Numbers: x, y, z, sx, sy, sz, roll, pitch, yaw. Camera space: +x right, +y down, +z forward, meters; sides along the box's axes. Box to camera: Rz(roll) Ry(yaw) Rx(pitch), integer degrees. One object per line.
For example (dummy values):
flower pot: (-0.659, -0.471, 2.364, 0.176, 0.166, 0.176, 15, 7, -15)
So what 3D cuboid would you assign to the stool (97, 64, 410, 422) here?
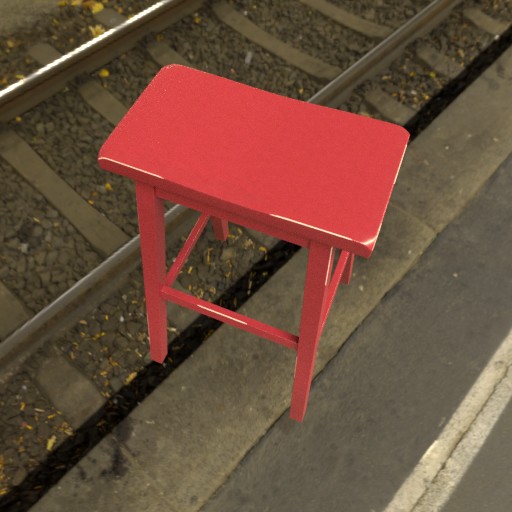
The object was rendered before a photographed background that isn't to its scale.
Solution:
stool: (0.000, 0.000, 1.021, 0.457, 0.737, 0.476, 19, 62, 11)
